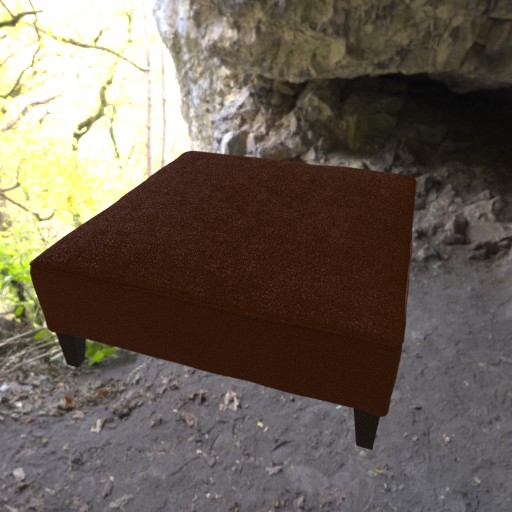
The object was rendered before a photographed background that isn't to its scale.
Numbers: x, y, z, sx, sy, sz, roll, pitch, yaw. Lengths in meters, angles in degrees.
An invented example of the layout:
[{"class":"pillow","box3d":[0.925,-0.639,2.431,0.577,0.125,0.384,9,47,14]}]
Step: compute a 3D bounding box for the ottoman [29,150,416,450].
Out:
[{"class":"ottoman","box3d":[0.000,0.000,1.543,0.997,0.438,0.999,10,34,16]}]
